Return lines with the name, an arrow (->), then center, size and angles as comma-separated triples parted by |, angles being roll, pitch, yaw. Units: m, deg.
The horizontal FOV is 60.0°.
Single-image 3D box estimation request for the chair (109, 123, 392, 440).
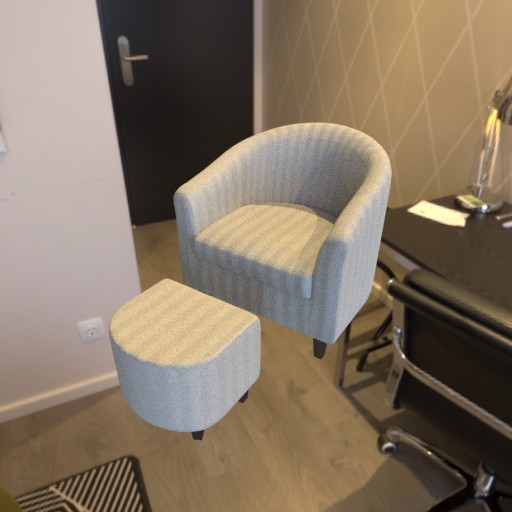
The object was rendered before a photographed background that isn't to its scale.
chair -> 0.000, 0.000, 1.713 | 0.756, 0.757, 1.288 | 19, 35, 29
